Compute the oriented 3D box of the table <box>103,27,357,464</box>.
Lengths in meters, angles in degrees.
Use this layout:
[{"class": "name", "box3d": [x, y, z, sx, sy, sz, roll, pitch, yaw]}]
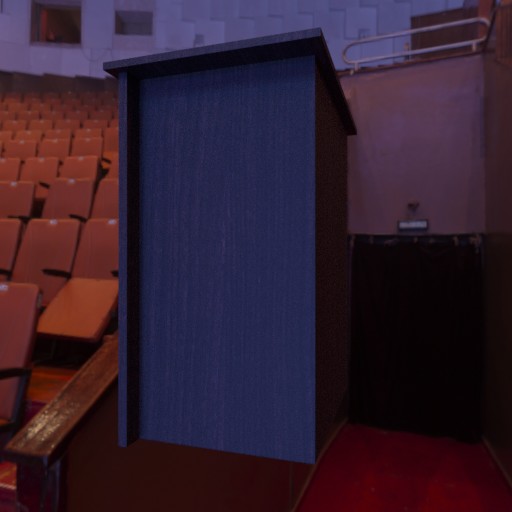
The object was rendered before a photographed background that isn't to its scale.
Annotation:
[{"class": "table", "box3d": [0.000, 0.000, 1.033, 0.406, 0.711, 0.591, 0, 0, 18]}]
